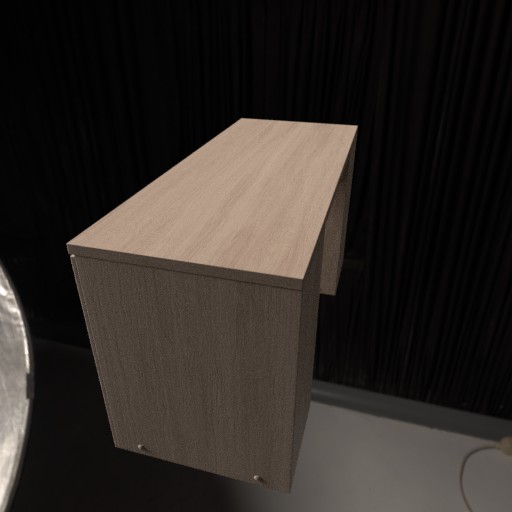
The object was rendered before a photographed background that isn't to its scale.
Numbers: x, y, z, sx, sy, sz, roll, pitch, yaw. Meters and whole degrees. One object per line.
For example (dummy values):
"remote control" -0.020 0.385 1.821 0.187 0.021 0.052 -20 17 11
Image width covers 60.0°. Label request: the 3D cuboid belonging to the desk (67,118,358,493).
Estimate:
"desk" 0.000 0.000 1.753 0.600 0.740 1.390 8 31 14
